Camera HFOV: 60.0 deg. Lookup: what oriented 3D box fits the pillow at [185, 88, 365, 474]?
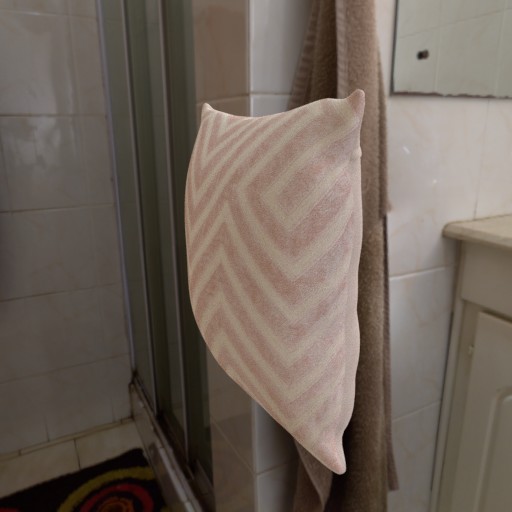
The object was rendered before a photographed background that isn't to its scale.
[{"bbox_3d":[0.000,0.000,0.647,0.182,0.441,0.440,-8,18,-25],"label":"pillow"}]
